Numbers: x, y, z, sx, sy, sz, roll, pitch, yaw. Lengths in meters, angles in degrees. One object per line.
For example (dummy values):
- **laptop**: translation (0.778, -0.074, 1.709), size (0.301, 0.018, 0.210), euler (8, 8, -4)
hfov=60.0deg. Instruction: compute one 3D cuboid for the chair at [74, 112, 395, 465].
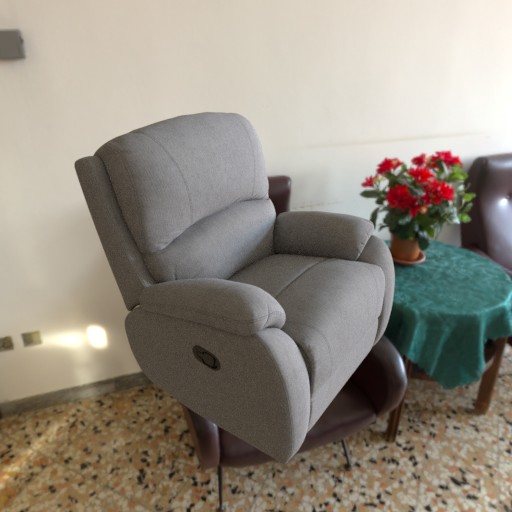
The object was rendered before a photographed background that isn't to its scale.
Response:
- **chair**: translation (0.000, 0.000, 1.737), size (0.899, 1.011, 0.930), euler (17, 31, 31)
